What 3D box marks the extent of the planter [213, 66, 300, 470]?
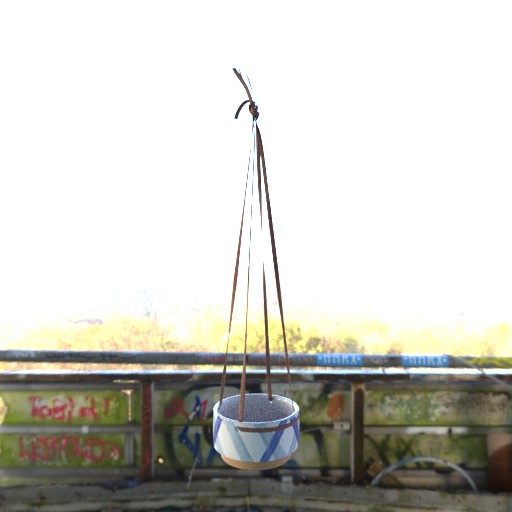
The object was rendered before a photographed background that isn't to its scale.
[{"bbox_3d":[0.000,0.000,0.841,0.166,0.751,0.166,0,1,1],"label":"planter"}]
